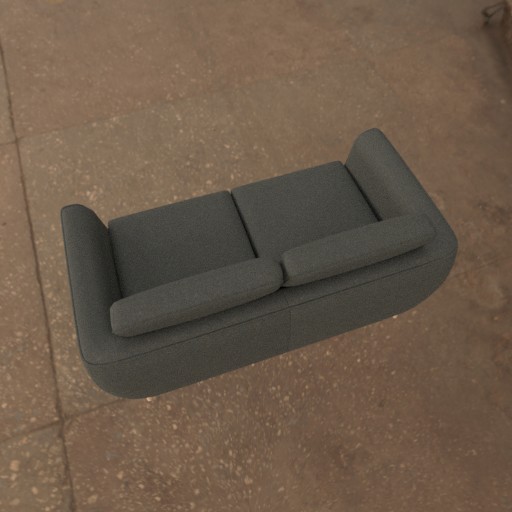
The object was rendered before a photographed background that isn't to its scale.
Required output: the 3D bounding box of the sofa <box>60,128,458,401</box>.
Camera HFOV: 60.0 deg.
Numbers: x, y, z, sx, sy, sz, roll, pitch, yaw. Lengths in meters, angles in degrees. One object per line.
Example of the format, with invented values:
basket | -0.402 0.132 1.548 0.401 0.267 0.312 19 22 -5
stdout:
sofa | 0.000 0.000 2.185 1.700 0.850 0.920 -16 60 -10
